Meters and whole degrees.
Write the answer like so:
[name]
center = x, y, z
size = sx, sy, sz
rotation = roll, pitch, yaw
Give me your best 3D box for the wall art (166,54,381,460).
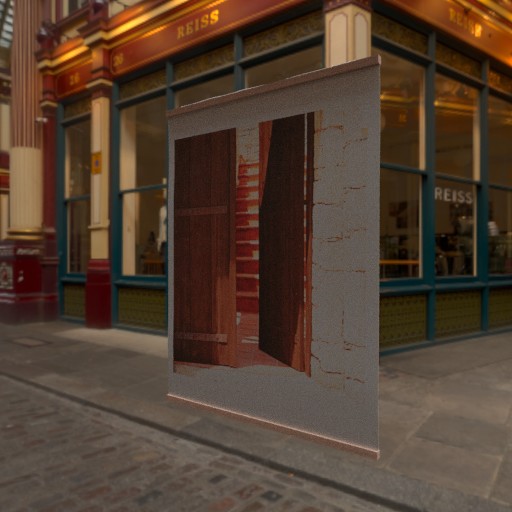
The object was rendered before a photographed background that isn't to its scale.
[wall art]
center = 0.000, 0.000, 1.328
size = 0.758, 1.013, 0.020
rotation = 0, 1, 36
